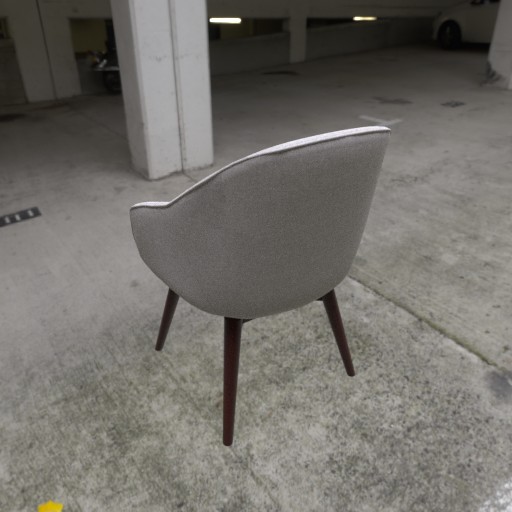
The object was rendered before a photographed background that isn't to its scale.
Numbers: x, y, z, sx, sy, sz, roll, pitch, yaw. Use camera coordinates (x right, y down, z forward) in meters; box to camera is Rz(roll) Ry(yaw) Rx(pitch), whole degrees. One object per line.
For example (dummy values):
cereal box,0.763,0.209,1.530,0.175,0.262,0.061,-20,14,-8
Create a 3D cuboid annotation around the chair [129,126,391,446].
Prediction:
chair,0.000,0.000,1.271,0.596,0.823,0.635,-18,33,-30
